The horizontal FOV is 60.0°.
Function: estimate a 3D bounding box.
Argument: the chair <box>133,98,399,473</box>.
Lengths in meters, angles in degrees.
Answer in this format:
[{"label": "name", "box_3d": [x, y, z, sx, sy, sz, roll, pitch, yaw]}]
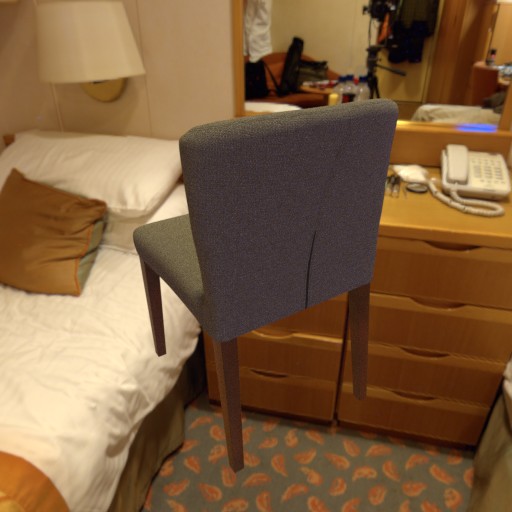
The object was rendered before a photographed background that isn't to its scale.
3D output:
[{"label": "chair", "box_3d": [0.000, 0.000, 1.149, 0.491, 0.839, 0.589, -18, 34, -29]}]
